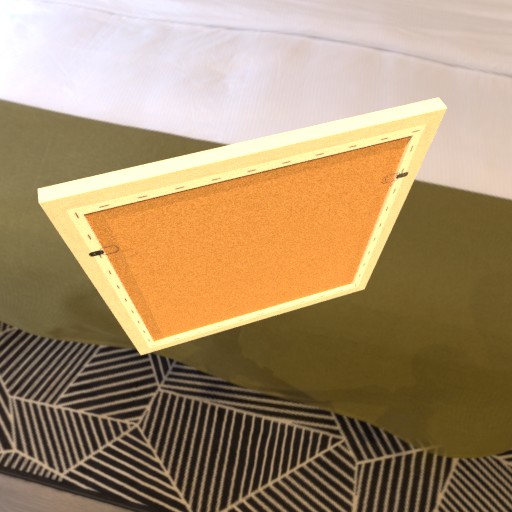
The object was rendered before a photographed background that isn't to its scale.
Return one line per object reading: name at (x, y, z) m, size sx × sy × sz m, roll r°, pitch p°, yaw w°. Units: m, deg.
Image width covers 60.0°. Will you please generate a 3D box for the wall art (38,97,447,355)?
wall art at (0.000, 0.000, 1.499) m, size 1.016 × 1.016 × 0.045 m, roll -15°, pitch 60°, yaw -9°
